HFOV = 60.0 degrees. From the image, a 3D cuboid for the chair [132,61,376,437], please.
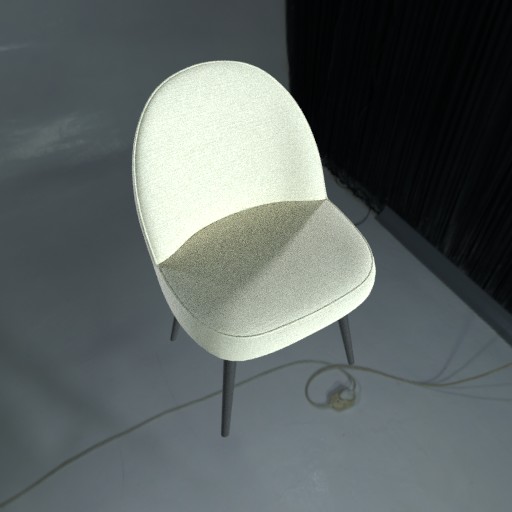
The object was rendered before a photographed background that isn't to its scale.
[{"bbox_3d":[0.000,0.000,1.175,0.532,0.838,0.540,-23,50,-21],"label":"chair"}]
